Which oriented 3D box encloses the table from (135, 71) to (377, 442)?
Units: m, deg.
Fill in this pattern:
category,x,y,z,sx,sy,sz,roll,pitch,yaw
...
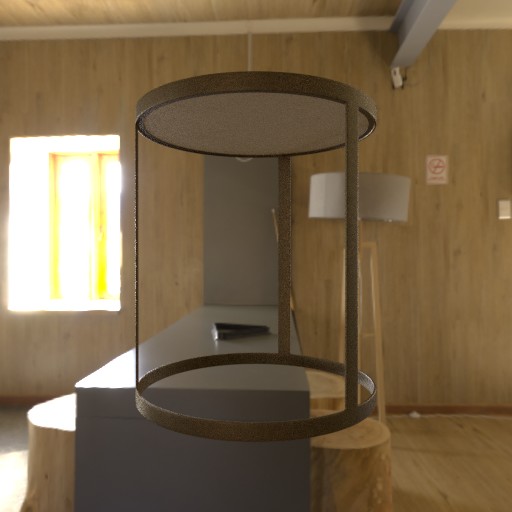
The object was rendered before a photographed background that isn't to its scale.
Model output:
category,x,y,z,sx,sy,sz,roll,pitch,yaw
table,0.000,0.000,0.915,0.480,0.565,0.480,0,0,0
